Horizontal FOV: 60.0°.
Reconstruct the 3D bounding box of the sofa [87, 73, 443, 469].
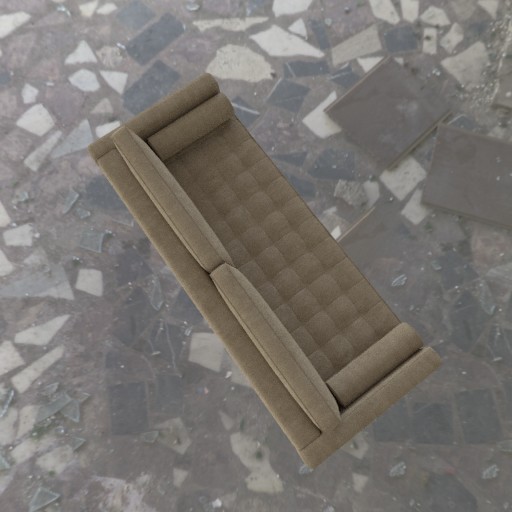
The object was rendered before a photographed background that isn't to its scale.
[{"bbox_3d":[0.000,0.000,2.654,0.919,0.770,2.200,-35,79,-8],"label":"sofa"}]
